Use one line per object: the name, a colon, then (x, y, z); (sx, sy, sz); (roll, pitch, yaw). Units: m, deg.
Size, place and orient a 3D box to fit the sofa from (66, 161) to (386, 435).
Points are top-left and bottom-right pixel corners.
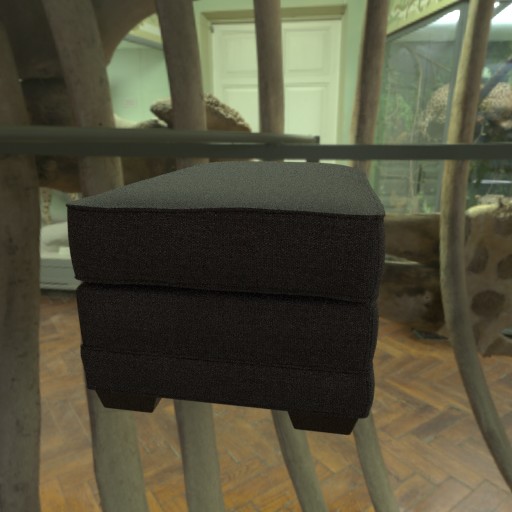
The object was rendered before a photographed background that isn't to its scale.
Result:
sofa: (0.000, 0.000, 1.191); (0.578, 0.457, 0.854); (3, 17, 9)
